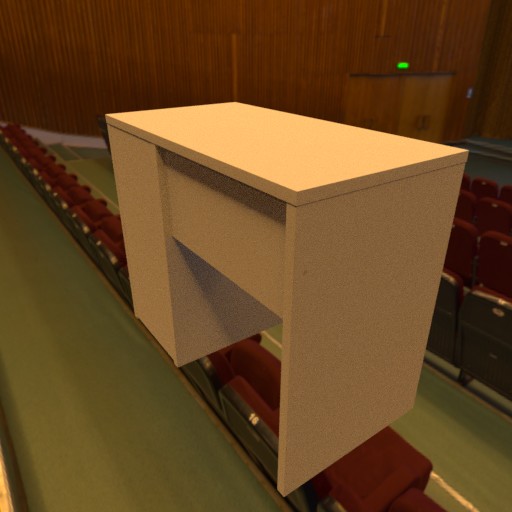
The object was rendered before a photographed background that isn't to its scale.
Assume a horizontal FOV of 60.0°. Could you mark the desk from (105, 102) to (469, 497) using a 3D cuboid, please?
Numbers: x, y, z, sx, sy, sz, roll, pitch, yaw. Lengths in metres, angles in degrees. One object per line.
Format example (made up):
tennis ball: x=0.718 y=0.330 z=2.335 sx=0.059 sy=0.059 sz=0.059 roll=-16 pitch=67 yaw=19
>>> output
desk: x=0.000 y=0.000 z=1.300 sx=0.482 sy=0.730 sz=0.898 roll=-18 pitch=32 yaw=-31
